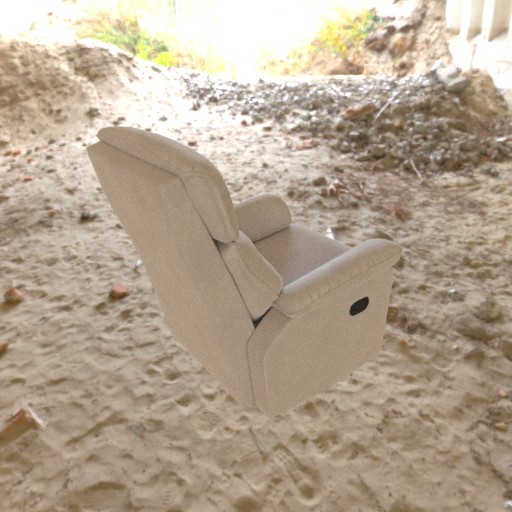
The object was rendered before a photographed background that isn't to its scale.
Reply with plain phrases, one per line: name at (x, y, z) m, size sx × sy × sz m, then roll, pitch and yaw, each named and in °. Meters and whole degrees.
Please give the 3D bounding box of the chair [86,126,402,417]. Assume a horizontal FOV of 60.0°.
chair at (0.000, 0.000, 1.736) m, size 1.001 × 1.039 × 0.820 m, roll -18°, pitch 31°, yaw -33°
